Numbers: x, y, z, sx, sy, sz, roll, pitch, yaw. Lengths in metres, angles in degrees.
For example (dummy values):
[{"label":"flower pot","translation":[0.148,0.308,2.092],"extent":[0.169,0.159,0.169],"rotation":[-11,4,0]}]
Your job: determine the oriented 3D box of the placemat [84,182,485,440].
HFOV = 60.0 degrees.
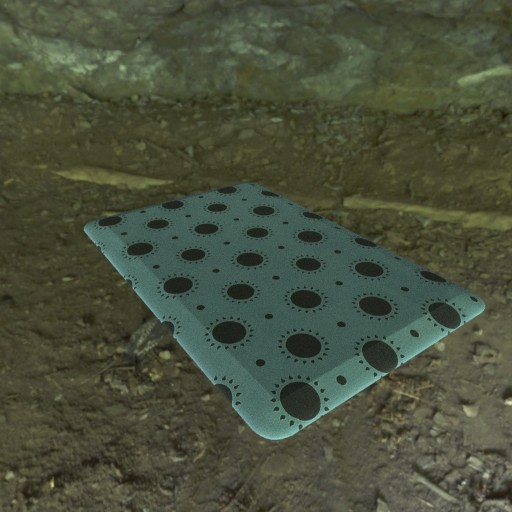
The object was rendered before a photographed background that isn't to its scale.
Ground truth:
[{"label":"placemat","translation":[0.000,0.000,0.934],"extent":[0.508,0.021,0.762],"rotation":[-20,36,-30]}]
